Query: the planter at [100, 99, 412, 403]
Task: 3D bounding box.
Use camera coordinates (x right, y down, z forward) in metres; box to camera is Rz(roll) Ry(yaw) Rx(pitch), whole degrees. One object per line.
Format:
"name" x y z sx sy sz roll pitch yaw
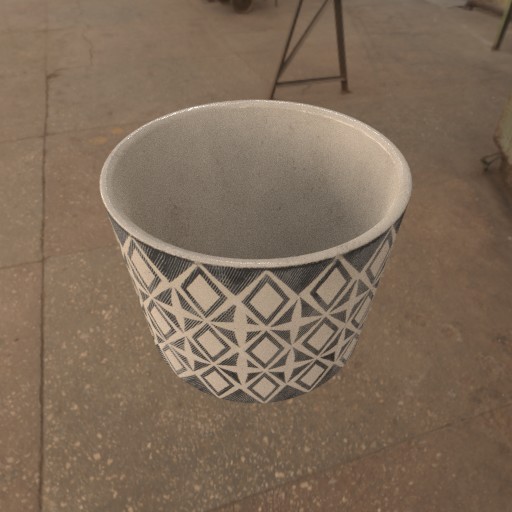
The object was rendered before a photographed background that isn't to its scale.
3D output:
"planter" 0.000 0.000 0.454 0.260 0.220 0.260 0 42 0
